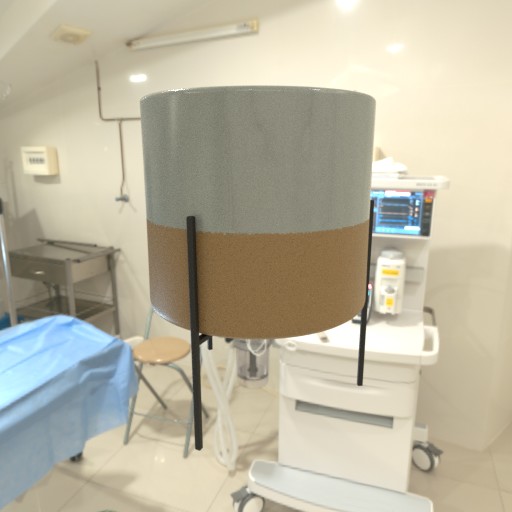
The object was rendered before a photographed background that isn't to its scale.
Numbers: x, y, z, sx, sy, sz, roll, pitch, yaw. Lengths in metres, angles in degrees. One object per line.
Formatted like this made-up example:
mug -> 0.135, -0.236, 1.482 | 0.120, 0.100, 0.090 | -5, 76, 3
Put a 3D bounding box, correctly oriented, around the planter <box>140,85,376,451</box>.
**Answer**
planter -> 0.000, 0.000, 0.717 | 0.348, 0.480, 0.360 | 7, 15, 26
